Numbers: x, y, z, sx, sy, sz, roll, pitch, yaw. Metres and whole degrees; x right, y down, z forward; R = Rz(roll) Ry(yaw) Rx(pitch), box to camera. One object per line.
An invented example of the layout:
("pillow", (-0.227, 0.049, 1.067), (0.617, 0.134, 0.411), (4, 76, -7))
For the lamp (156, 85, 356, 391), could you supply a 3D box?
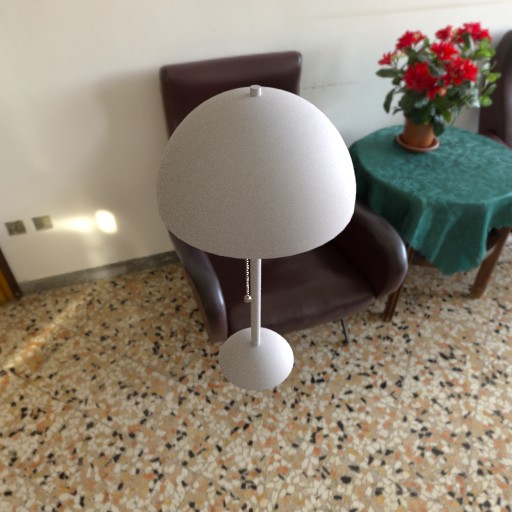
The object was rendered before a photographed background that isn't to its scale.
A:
("lamp", (0.000, 0.000, 0.435), (0.171, 0.330, 0.171), (0, 41, 0))
